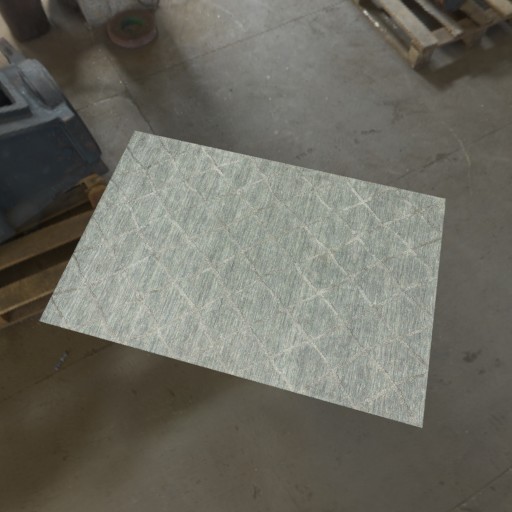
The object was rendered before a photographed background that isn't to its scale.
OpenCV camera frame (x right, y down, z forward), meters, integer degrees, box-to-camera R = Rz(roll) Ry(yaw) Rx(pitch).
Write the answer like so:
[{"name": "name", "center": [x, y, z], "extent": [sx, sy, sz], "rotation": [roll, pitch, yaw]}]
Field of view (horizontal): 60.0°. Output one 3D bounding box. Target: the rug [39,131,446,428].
[{"name": "rug", "center": [0.000, 0.000, 2.852], "extent": [2.283, 0.006, 1.521], "rotation": [14, 65, 7]}]
